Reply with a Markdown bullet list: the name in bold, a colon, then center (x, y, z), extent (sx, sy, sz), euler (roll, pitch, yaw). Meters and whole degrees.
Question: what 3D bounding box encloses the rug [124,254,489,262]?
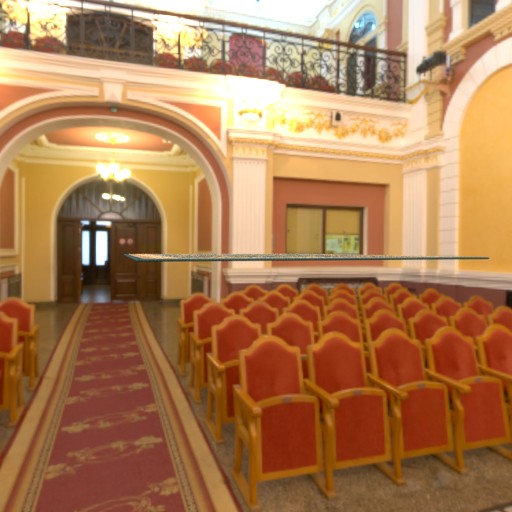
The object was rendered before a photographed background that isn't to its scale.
- **rug**: center (0.000, 0.000, 3.995), extent (2.226, 0.015, 3.044), euler (0, 1, -18)
